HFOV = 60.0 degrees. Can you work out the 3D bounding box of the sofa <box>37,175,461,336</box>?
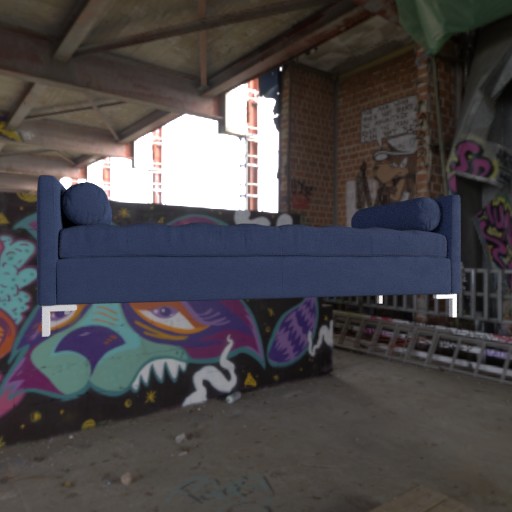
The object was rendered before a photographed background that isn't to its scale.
[{"bbox_3d":[0.000,0.000,2.453,2.102,0.657,0.797,0,0,-17],"label":"sofa"}]
